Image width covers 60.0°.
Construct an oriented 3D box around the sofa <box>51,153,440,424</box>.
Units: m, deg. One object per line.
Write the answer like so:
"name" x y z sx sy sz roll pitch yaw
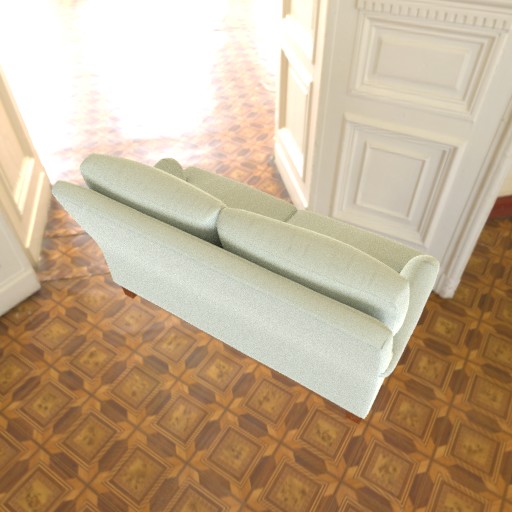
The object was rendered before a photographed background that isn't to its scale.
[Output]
"sofa" 0.000 0.000 2.526 1.853 1.101 1.084 24 50 22
